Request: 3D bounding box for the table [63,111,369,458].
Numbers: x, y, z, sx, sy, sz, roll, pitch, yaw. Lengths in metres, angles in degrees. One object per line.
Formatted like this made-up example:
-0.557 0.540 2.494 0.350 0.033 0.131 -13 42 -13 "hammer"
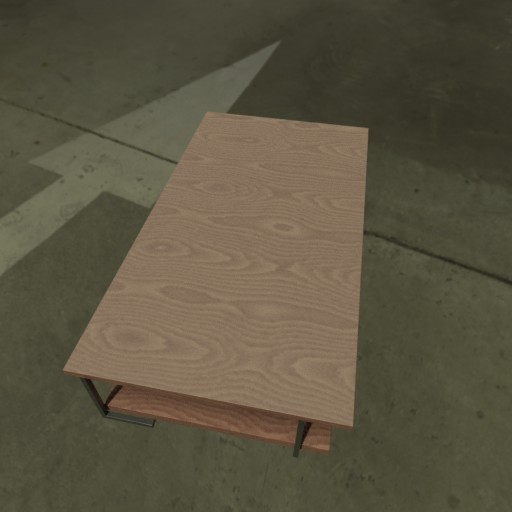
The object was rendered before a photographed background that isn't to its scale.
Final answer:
0.000 0.000 1.487 0.651 0.347 1.197 8 47 8 "table"
